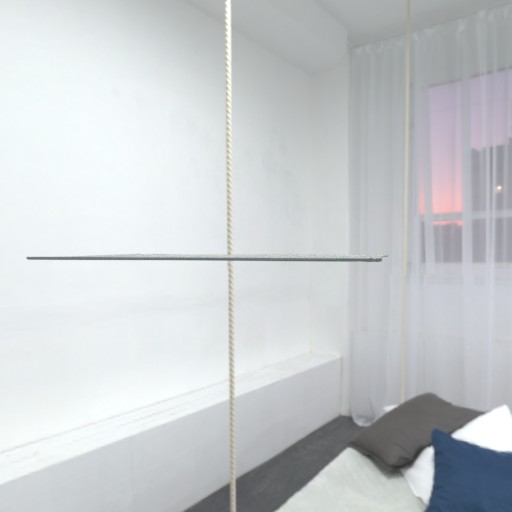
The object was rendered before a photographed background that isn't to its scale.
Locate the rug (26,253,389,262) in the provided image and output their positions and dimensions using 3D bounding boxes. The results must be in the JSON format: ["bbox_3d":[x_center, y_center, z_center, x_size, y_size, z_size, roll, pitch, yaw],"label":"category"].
[{"bbox_3d":[0.000,0.000,4.343,2.461,0.046,3.237,0,0,17],"label":"rug"}]
